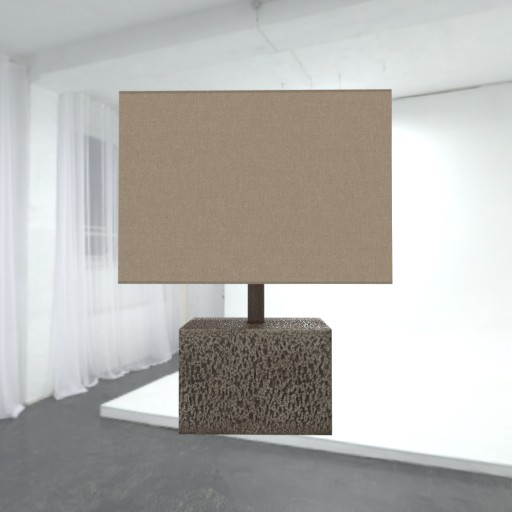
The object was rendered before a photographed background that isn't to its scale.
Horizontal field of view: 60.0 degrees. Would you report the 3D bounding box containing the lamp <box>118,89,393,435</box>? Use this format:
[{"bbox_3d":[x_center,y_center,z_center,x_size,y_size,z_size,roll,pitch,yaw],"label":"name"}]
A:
[{"bbox_3d":[0.000,0.000,0.564,0.294,0.411,0.180,0,-1,1],"label":"lamp"}]
